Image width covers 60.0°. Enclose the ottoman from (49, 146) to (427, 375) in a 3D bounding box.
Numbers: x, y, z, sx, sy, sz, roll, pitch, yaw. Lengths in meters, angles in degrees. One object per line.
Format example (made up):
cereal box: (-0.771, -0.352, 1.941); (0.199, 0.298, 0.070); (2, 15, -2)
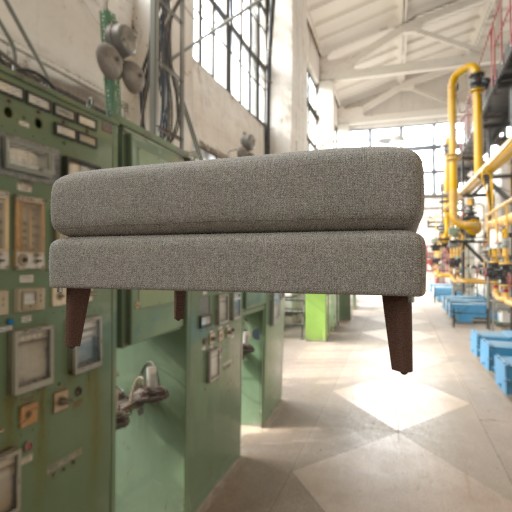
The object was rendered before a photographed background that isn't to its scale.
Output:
ottoman: (0.000, 0.000, 1.173); (0.821, 0.441, 0.611); (0, -1, 19)
